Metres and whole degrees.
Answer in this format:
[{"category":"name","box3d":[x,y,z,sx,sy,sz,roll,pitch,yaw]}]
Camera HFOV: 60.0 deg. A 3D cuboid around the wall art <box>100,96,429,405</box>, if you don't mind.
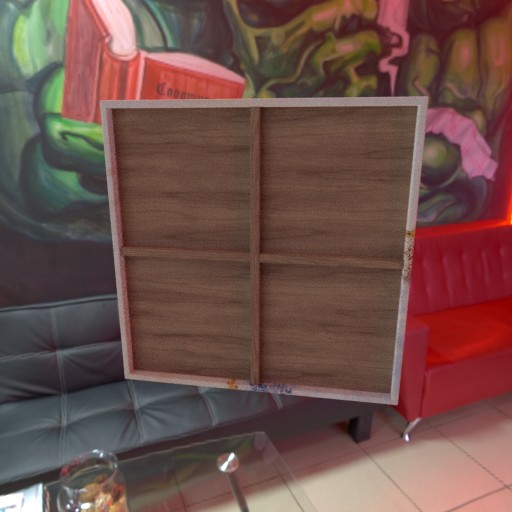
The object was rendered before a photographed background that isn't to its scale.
[{"category":"wall art","box3d":[0.000,0.000,1.589,1.061,1.061,0.071,3,16,9]}]
